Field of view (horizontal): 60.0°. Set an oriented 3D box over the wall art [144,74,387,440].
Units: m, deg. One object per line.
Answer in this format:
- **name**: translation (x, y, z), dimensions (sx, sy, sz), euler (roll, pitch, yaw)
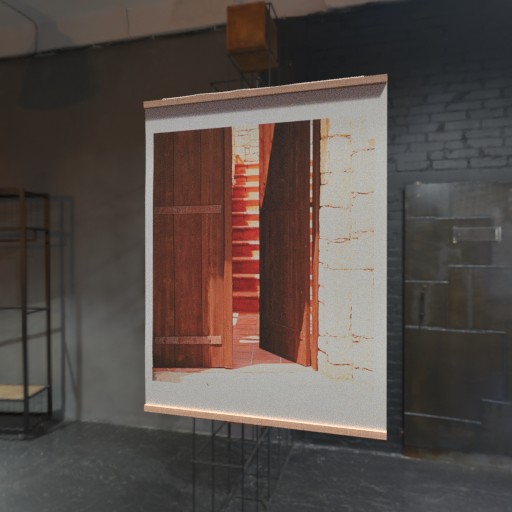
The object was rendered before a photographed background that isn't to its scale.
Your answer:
- **wall art**: translation (0.000, 0.000, 1.339), dimensions (0.758, 1.013, 0.020), euler (0, 0, 17)
